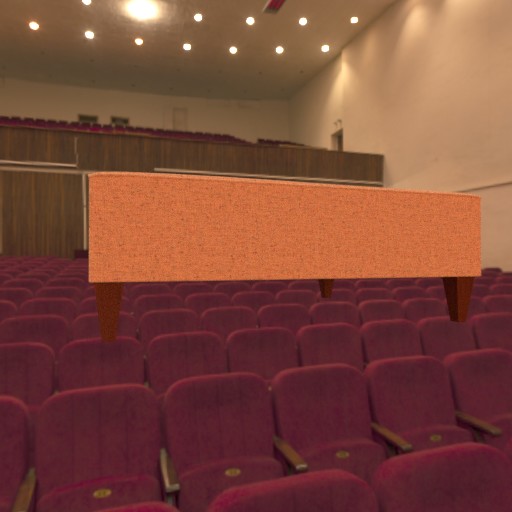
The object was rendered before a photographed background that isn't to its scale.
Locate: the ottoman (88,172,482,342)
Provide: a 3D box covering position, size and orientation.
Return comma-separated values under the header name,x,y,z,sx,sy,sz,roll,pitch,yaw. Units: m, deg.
name,x,y,z,sx,sy,sz,roll,pitch,yaw
ottoman,0.000,0.000,1.214,0.835,0.303,0.736,0,0,-18
